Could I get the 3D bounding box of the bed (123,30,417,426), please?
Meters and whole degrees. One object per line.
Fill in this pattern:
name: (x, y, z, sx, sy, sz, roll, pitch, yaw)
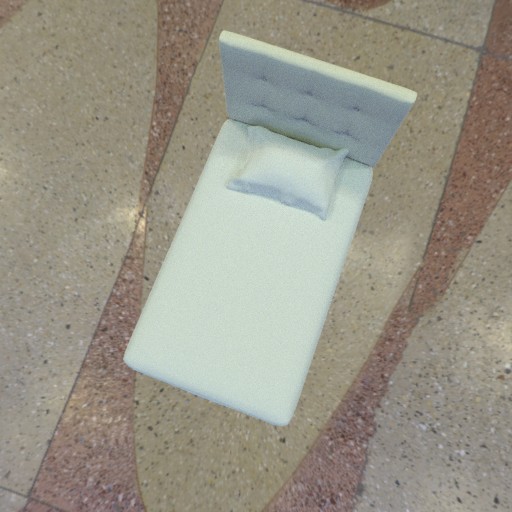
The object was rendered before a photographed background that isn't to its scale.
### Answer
bed: (0.000, 0.000, 2.971, 1.261, 1.571, 1.997, 20, 78, 5)
